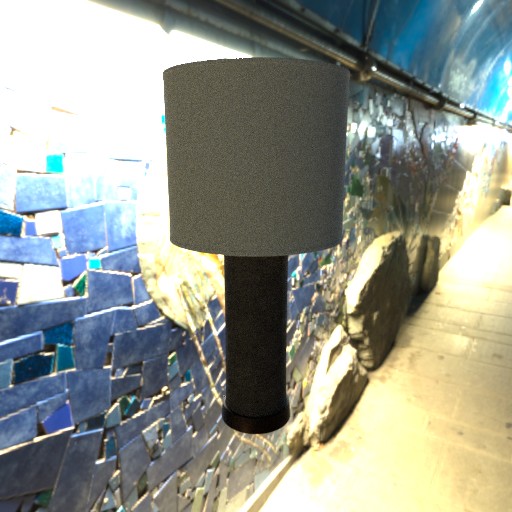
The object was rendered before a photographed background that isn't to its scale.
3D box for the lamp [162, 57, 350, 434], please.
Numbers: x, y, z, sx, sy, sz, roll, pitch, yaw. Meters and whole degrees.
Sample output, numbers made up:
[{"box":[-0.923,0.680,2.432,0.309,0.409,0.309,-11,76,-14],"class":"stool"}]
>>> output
[{"box":[0.000,0.000,0.792,0.301,0.630,0.301,-13,18,-43],"class":"lamp"}]
